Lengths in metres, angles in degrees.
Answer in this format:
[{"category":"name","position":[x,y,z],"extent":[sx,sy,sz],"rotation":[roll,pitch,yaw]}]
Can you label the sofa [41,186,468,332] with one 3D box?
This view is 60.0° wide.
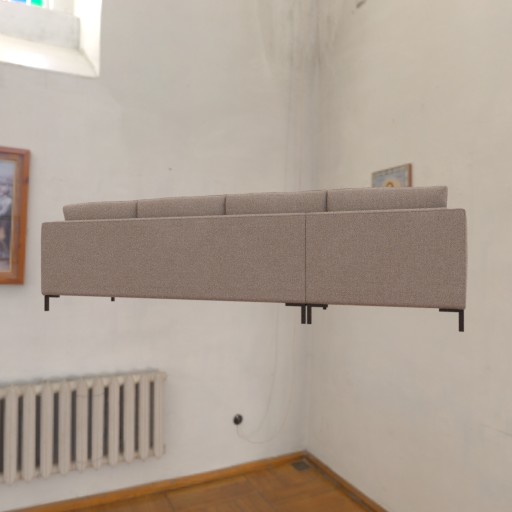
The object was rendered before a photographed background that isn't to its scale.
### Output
[{"category":"sofa","position":[0.000,0.000,3.484],"extent":[2.923,0.816,1.469],"rotation":[0,0,19]}]
